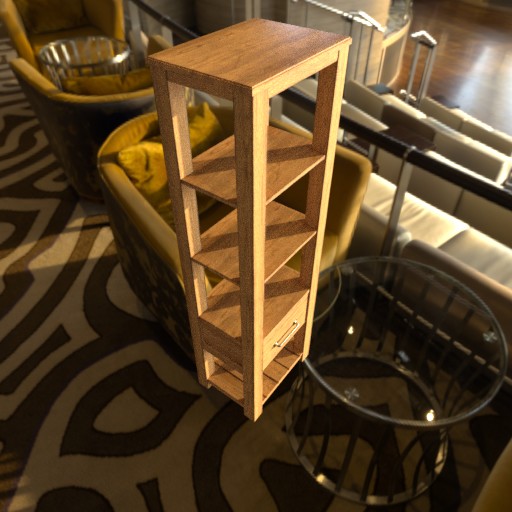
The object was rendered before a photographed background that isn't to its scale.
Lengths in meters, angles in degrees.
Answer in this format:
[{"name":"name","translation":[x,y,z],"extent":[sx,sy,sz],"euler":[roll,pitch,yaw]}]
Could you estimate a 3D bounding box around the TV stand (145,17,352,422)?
[{"name":"TV stand","translation":[0.000,0.000,2.049],"extent":[0.435,1.828,0.565],"euler":[27,48,26]}]
